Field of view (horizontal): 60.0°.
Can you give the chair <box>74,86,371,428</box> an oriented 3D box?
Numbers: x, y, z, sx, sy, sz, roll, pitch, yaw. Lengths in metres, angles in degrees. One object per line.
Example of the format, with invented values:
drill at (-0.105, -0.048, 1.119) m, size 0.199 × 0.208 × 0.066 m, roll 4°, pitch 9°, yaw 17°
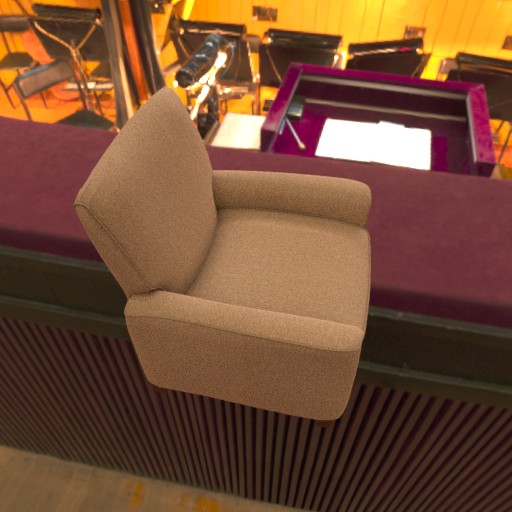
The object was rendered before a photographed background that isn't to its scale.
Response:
chair at (0.000, 0.000, 1.660) m, size 0.864 × 1.014 × 0.848 m, roll 9°, pitch 47°, yaw 8°
